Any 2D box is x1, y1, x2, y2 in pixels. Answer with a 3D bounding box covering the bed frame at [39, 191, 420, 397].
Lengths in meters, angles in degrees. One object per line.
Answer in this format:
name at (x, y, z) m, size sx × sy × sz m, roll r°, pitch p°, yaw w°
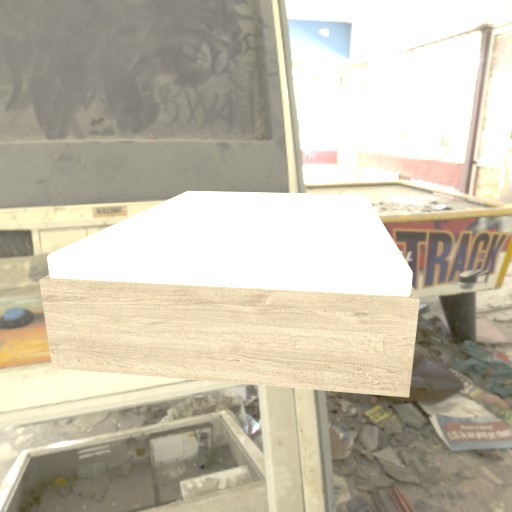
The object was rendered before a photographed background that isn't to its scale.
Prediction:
bed frame at (0.000, 0.000, 2.619) m, size 1.448 × 0.490 × 1.944 m, roll 2°, pitch 16°, yaw 8°
